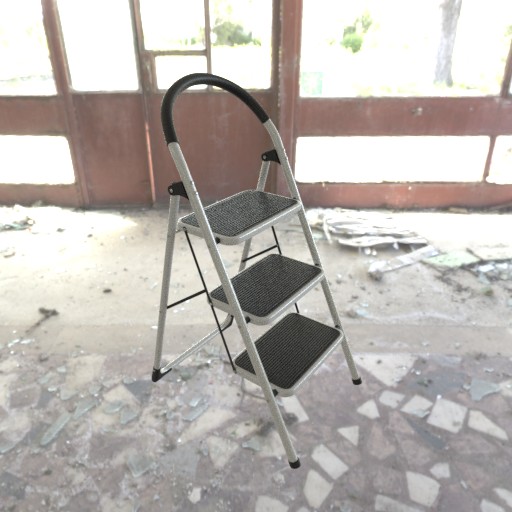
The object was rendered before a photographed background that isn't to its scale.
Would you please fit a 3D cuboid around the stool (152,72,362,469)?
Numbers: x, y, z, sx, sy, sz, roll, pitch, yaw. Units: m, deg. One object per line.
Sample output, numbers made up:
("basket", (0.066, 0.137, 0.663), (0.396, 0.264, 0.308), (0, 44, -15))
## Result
("stool", (0.000, 0.000, 1.475), (0.676, 1.109, 0.485), (19, 33, 32))
